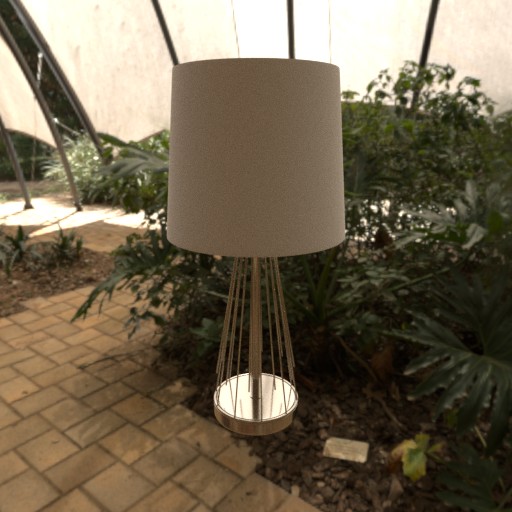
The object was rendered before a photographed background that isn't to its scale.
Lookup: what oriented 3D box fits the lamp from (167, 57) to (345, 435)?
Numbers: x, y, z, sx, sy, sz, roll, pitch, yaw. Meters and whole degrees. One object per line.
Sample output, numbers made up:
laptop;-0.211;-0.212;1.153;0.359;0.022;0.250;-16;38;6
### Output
lamp;0.000;0.000;0.779;0.303;0.618;0.303;0;16;0
